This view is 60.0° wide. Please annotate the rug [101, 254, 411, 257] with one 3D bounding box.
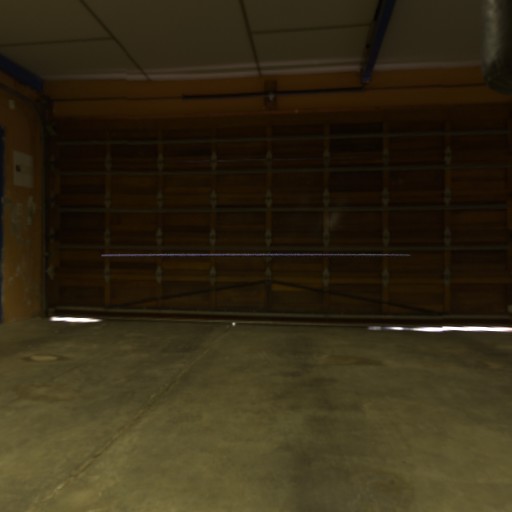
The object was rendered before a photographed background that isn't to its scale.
[{"bbox_3d":[0.000,0.000,2.416,1.591,0.010,1.591,0,0,0],"label":"rug"}]
